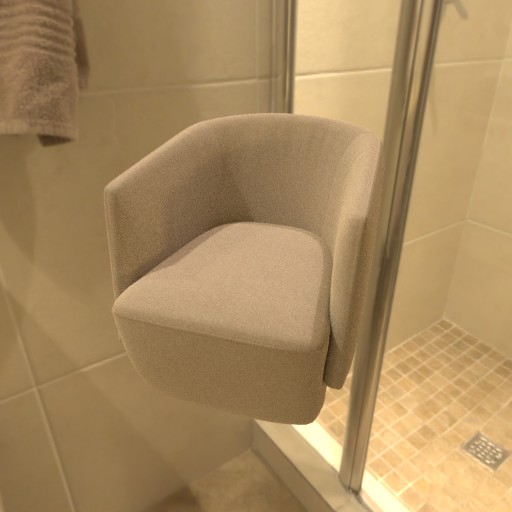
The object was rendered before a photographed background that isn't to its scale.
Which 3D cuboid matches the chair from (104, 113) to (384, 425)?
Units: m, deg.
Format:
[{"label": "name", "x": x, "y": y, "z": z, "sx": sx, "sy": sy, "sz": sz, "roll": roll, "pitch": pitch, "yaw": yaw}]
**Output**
[{"label": "chair", "x": 0.000, "y": 0.000, "z": 1.627, "sx": 0.822, "sy": 0.861, "sz": 0.986, "roll": 8, "pitch": 29, "yaw": 16}]
